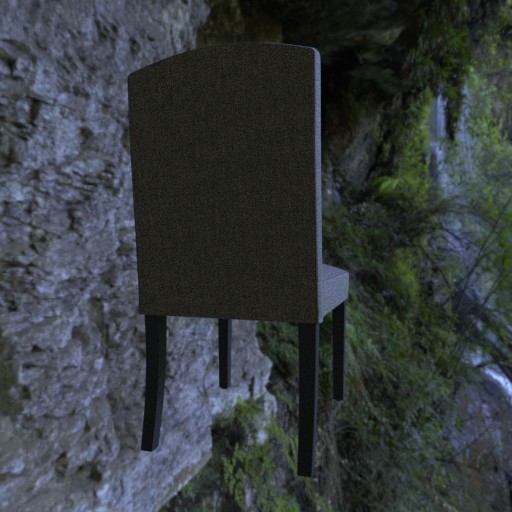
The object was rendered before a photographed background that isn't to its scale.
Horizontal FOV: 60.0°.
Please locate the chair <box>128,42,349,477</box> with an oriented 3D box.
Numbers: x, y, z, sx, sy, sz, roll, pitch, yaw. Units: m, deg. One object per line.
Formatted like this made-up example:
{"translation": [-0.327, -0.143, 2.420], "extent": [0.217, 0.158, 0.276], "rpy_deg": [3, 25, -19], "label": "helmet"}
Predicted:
{"translation": [0.000, 0.000, 1.225], "extent": [0.451, 0.917, 0.580], "rpy_deg": [0, 1, 18], "label": "chair"}
